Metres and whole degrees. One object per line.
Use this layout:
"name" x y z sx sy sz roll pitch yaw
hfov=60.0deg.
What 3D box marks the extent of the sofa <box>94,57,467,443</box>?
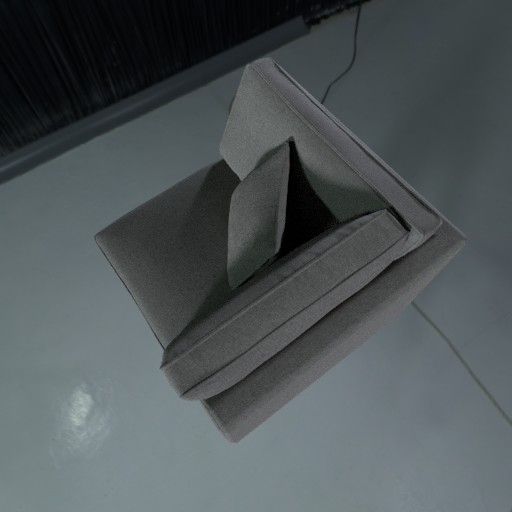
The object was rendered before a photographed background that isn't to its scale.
"sofa" 0.000 0.000 1.933 1.146 1.002 1.084 -34 69 -15
